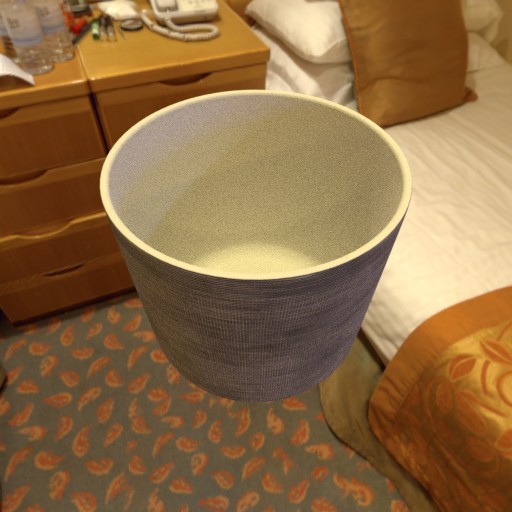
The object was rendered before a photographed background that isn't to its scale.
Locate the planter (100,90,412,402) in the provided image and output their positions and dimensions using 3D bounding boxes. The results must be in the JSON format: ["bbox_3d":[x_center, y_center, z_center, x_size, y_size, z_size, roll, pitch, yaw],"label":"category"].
[{"bbox_3d":[0.000,0.000,0.785,0.440,0.398,0.440,0,47,0],"label":"planter"}]
